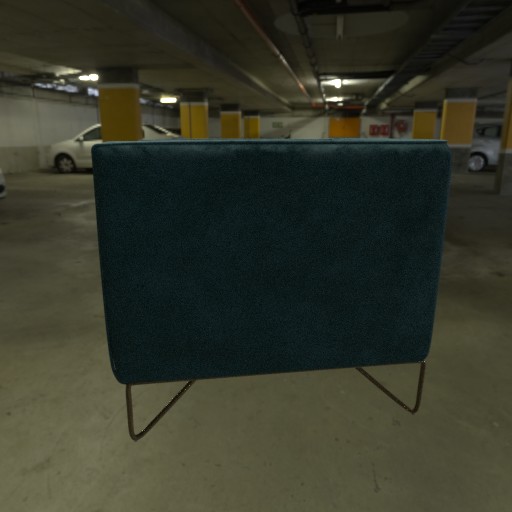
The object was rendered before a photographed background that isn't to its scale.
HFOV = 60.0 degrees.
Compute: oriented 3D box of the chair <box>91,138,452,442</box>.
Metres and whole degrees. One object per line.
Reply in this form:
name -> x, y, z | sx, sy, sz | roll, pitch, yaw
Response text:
chair -> 0.000, 0.000, 1.541 | 0.894, 0.790, 0.880 | -2, 15, -8
